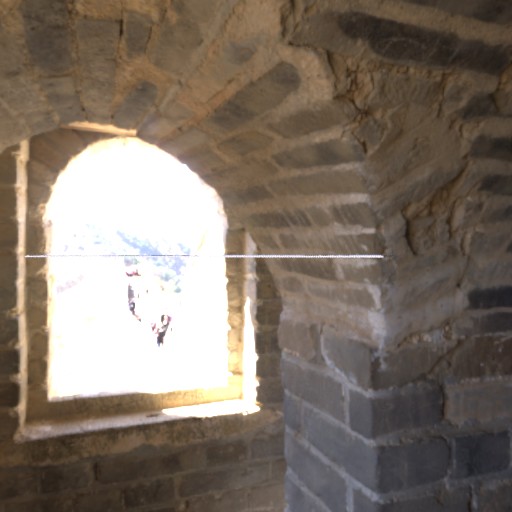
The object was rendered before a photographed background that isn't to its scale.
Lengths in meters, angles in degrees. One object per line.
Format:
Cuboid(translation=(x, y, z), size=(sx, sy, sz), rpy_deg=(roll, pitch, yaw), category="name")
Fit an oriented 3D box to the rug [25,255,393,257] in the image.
Cuboid(translation=(0.000, 0.000, 4.162), size=(2.423, 0.014, 3.040), rpy_deg=(0, 0, 18), category="rug")
